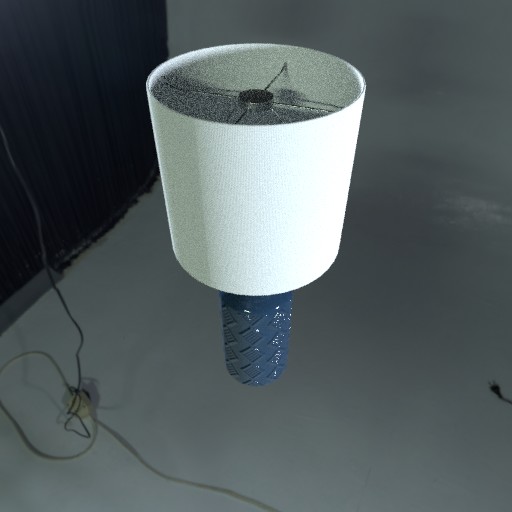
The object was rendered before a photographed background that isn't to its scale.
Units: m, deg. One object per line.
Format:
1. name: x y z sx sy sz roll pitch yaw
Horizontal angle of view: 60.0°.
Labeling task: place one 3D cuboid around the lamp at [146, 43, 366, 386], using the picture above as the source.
1. lamp: 0.000 0.000 0.578 0.207 0.461 0.207 14 44 15
